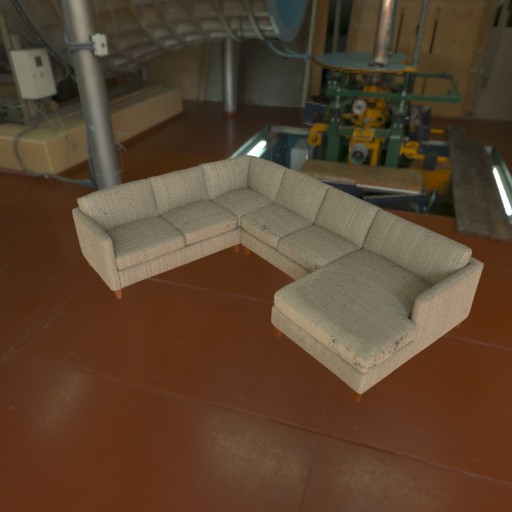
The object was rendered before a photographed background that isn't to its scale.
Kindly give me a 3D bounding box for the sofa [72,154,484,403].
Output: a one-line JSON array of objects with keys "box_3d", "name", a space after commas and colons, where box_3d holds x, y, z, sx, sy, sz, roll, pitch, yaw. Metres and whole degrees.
[{"box_3d": [0.000, 0.000, 4.584, 2.594, 0.961, 3.460, -22, 38, -32], "name": "sofa"}]
